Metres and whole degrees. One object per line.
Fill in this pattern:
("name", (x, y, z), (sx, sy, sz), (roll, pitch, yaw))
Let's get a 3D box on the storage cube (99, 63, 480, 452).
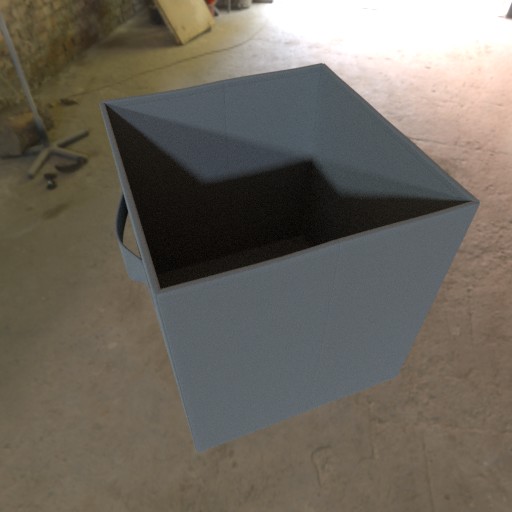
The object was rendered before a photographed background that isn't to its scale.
("storage cube", (0.000, 0.000, 0.490), (0.270, 0.280, 0.270), (-16, 49, -14))
